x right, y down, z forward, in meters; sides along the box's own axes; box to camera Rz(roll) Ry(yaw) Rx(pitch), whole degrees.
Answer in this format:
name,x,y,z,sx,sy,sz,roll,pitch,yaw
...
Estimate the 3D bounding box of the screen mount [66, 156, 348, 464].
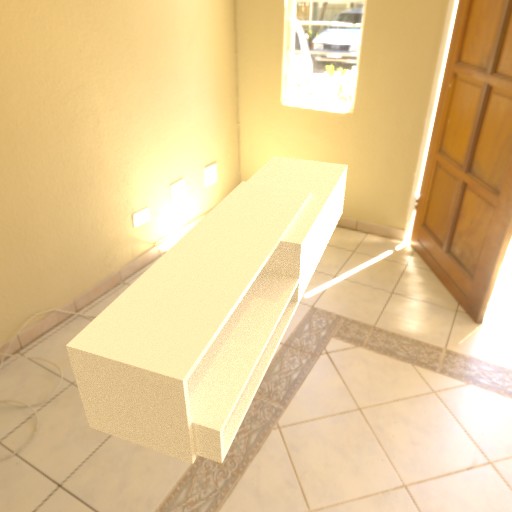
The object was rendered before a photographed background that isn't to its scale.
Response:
name,x,y,z,sx,sy,sz,roll,pitch,yaw
screen mount,0.000,0.000,1.835,0.420,0.320,1.680,11,33,17
